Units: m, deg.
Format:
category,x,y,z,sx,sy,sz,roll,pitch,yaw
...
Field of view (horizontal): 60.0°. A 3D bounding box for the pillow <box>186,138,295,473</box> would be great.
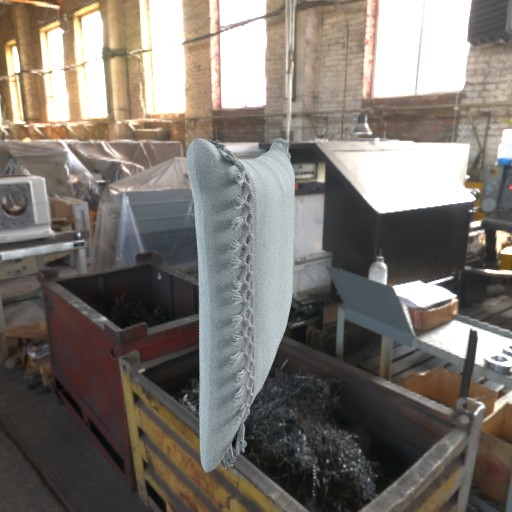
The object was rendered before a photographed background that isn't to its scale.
category,x,y,z,sx,sy,sz,roll,pitch,yaw
pillow,0.000,0.000,0.588,0.084,0.305,0.466,3,15,11
